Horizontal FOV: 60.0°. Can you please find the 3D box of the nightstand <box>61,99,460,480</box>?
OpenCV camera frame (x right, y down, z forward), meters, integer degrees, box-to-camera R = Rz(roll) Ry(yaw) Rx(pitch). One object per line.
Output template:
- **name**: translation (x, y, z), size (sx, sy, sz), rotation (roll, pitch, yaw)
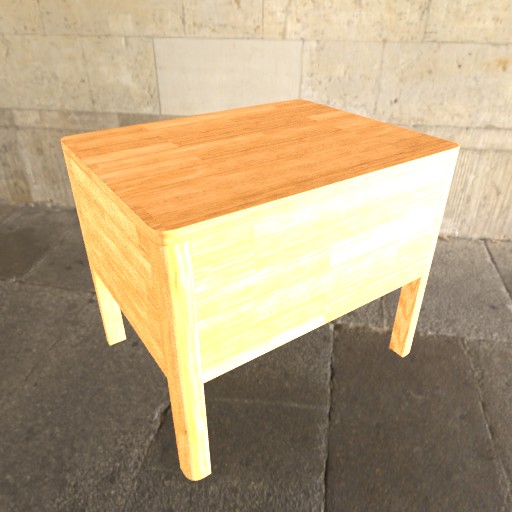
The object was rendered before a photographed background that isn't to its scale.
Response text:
- **nightstand**: translation (0.000, 0.000, 0.896), size (0.560, 0.470, 0.440), rotation (-20, 37, -29)
